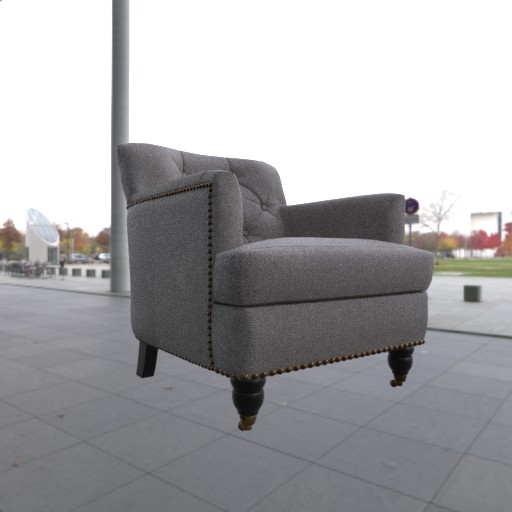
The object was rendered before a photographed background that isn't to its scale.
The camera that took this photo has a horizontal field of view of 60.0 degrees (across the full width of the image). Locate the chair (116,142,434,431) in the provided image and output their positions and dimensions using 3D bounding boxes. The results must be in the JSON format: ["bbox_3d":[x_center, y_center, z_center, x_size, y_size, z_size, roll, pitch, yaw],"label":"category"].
[{"bbox_3d":[0.000,0.000,1.489,0.737,0.823,0.902,0,0,-36],"label":"chair"}]
